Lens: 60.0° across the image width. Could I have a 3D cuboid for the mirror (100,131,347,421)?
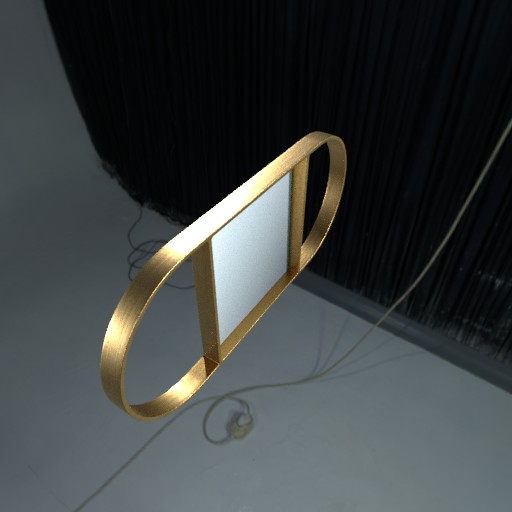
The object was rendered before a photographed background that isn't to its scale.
[{"bbox_3d":[0.000,0.000,0.683,0.032,0.254,0.584,23,46,25],"label":"mirror"}]
